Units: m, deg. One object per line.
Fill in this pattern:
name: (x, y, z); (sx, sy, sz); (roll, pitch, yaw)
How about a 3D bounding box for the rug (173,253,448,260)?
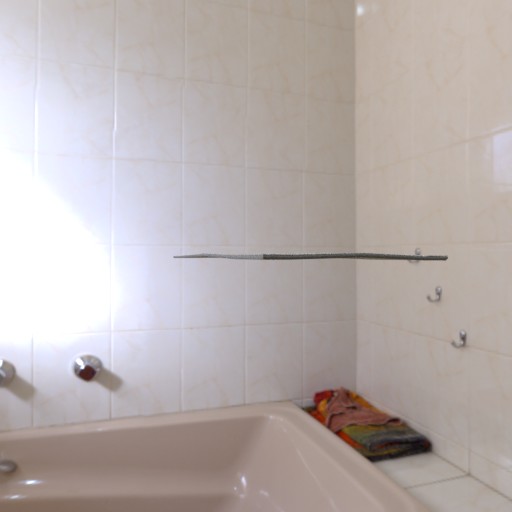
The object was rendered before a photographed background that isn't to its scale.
rug: (0.000, 0.000, 2.535); (0.675, 0.037, 2.341); (0, 0, -17)
